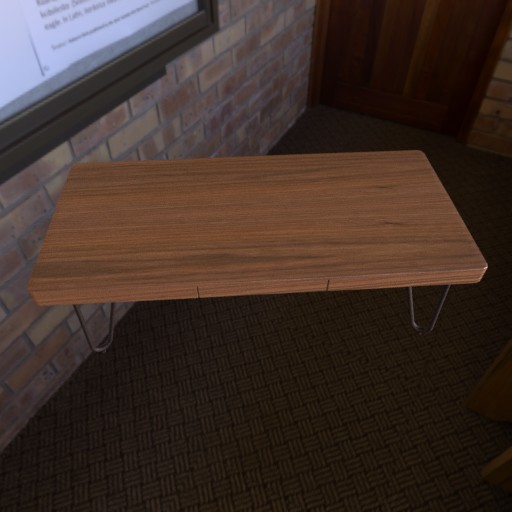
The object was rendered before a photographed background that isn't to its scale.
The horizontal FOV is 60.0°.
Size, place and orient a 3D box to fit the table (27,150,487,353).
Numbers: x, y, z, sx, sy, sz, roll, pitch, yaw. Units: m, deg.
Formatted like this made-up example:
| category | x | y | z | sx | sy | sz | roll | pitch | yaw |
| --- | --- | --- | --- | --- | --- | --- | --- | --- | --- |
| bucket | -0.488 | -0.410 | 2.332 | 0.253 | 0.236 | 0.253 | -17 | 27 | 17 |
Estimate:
| category | x | y | z | sx | sy | sz | roll | pitch | yaw |
| --- | --- | --- | --- | --- | --- | --- | --- | --- | --- |
| table | 0.000 | 0.000 | 1.689 | 1.375 | 0.468 | 0.637 | -3 | 47 | -3 |
